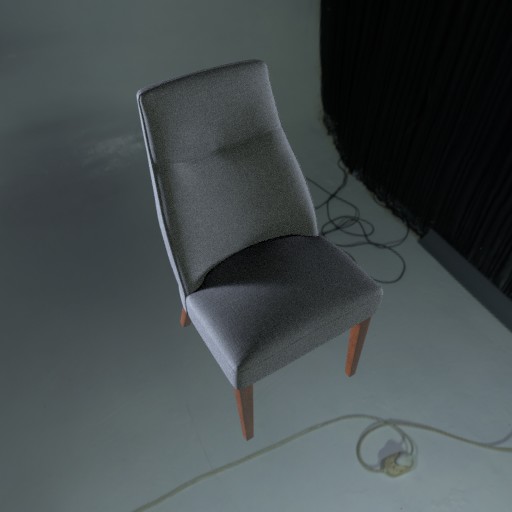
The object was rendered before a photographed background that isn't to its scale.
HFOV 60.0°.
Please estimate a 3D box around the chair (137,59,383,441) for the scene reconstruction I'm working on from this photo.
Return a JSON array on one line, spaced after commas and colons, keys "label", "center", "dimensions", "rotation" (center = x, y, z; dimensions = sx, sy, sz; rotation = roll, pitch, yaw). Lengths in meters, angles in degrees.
[{"label": "chair", "center": [0.000, 0.000, 1.340], "dimensions": [0.500, 0.930, 0.620], "rotation": [-24, 52, -21]}]
